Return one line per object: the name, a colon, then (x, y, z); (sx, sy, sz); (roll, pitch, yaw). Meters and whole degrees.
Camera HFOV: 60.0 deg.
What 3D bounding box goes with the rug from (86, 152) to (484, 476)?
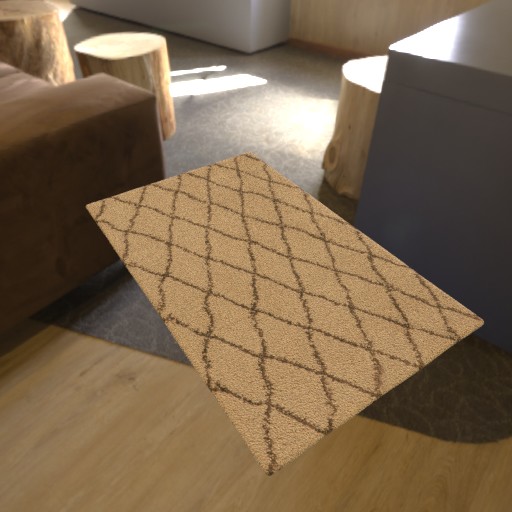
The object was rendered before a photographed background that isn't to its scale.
rug: (0.000, 0.000, 2.977); (1.524, 0.030, 2.438); (-24, 47, -25)
